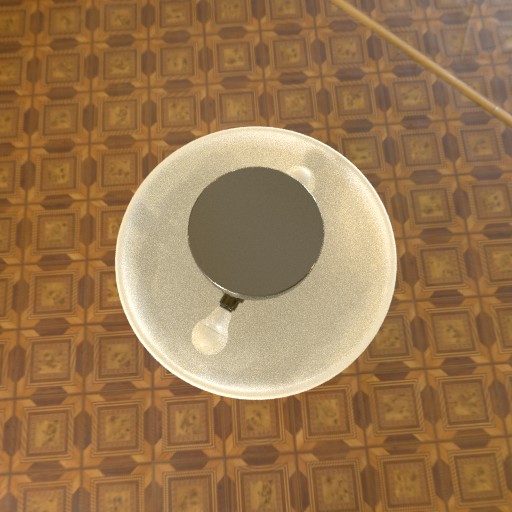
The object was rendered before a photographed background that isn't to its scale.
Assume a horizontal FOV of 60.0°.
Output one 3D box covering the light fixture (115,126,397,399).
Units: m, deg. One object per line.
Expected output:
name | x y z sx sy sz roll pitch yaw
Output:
light fixture | 0.000 0.000 0.537 0.330 0.214 0.330 0 76 0
